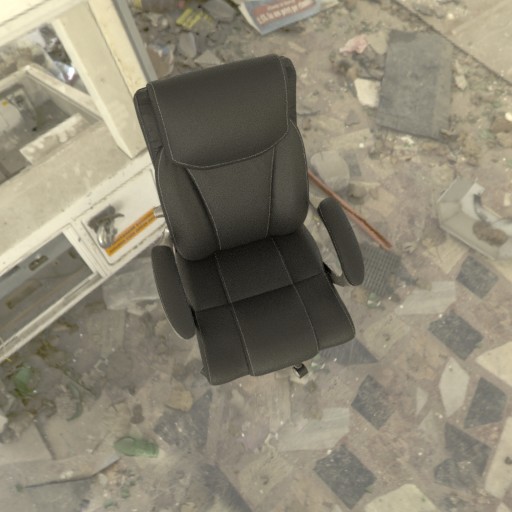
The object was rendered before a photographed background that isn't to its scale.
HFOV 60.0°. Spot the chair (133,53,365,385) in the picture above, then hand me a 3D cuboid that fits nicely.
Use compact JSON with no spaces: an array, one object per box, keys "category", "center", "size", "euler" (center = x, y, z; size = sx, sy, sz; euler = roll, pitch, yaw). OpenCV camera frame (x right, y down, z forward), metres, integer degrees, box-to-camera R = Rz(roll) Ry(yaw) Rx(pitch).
[{"category":"chair","center":[0.000,0.000,1.640],"size":[0.741,1.167,0.784],"euler":[-16,64,-8]}]
